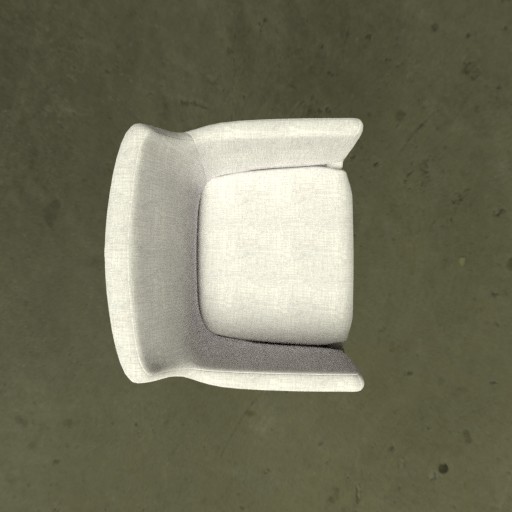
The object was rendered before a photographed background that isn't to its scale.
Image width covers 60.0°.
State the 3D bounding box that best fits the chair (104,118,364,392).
[{"bbox_3d":[0.000,0.000,1.154,0.540,0.780,0.570,0,89,-1],"label":"chair"}]
